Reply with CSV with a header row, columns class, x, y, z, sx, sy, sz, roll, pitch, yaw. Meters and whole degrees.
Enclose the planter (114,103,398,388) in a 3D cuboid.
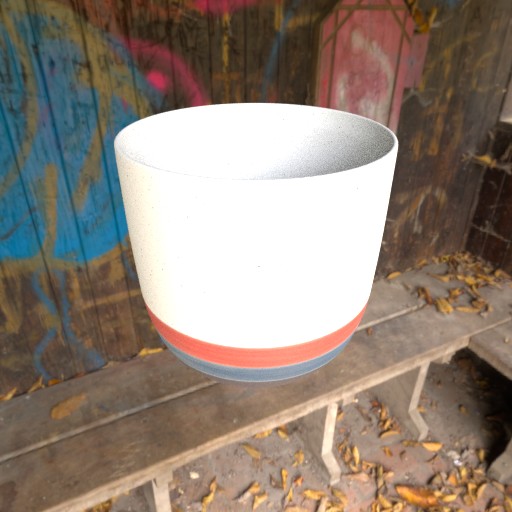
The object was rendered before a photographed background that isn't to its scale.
class,x,y,z,sx,sy,sz,roll,pitch,yaw
planter,0.000,0.000,0.383,0.204,0.214,0.204,0,30,0
